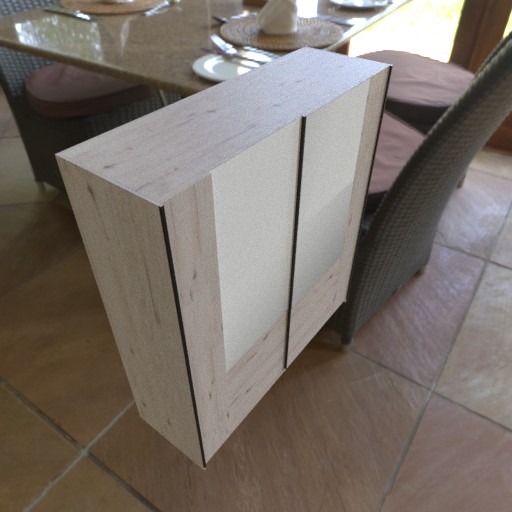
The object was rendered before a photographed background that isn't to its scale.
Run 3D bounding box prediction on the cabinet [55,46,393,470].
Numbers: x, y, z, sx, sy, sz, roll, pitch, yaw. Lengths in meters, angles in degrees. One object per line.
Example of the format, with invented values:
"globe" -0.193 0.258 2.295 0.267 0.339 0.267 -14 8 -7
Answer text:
"cabinet" 0.000 0.000 3.077 0.660 2.180 2.000 27 47 27
